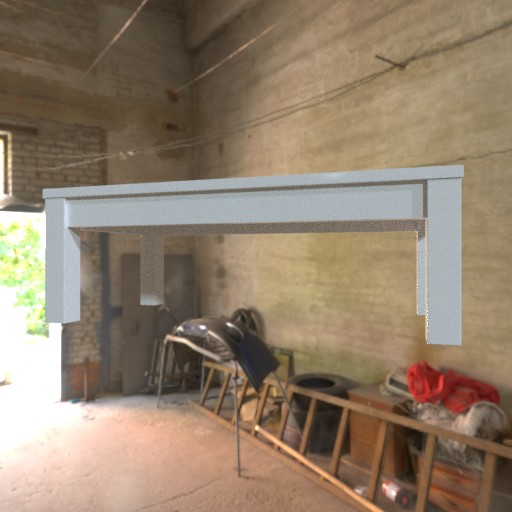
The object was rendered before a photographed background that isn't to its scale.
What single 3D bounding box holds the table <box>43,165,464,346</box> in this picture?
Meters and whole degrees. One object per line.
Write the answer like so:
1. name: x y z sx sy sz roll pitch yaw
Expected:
1. table: 0.000 0.000 1.684 1.350 0.470 0.700 0 0 18
